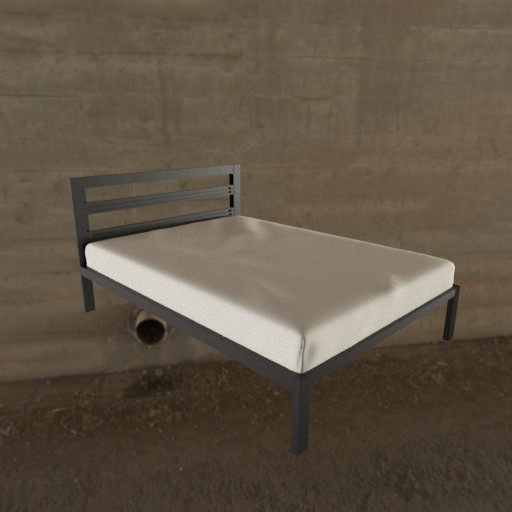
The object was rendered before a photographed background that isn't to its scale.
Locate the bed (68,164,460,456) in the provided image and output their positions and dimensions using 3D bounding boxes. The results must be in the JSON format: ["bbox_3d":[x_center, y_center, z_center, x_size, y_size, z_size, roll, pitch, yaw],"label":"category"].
[{"bbox_3d":[0.000,0.000,2.908,1.524,0.967,2.062,-16,23,-42],"label":"bed"}]
